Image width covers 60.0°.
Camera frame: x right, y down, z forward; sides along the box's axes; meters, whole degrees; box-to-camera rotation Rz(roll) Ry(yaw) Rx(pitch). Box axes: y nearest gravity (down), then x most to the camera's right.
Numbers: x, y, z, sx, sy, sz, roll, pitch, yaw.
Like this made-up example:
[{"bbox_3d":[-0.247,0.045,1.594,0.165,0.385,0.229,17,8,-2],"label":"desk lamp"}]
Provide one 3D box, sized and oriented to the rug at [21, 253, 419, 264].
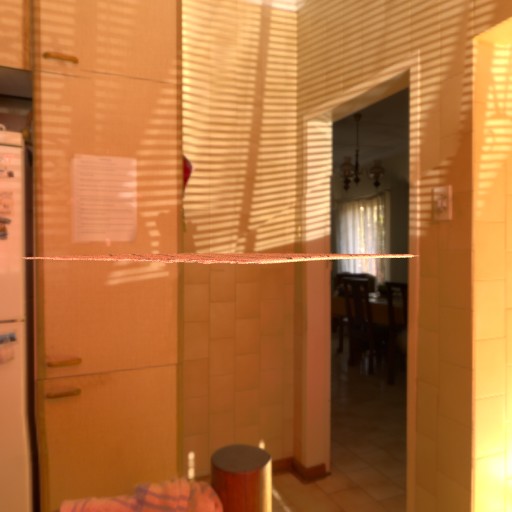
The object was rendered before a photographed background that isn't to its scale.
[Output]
[{"bbox_3d":[0.000,0.000,3.273,1.664,0.029,2.615,1,1,36],"label":"rug"}]
